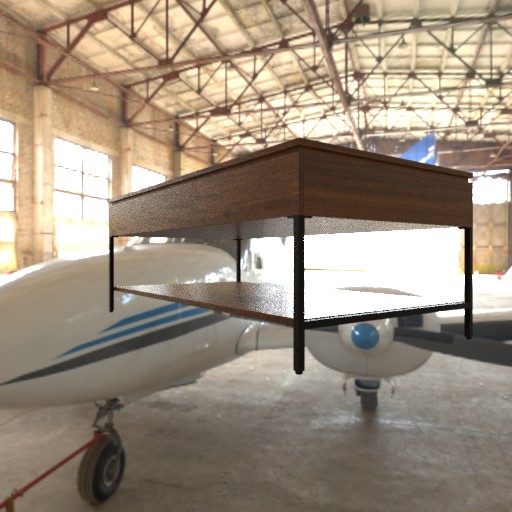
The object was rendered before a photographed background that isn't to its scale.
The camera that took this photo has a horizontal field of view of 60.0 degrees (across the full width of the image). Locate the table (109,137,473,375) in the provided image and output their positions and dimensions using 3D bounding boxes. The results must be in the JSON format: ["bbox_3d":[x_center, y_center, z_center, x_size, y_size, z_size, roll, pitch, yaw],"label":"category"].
[{"bbox_3d":[0.000,0.000,1.366,0.574,0.414,1.057,0,0,-36],"label":"table"}]
